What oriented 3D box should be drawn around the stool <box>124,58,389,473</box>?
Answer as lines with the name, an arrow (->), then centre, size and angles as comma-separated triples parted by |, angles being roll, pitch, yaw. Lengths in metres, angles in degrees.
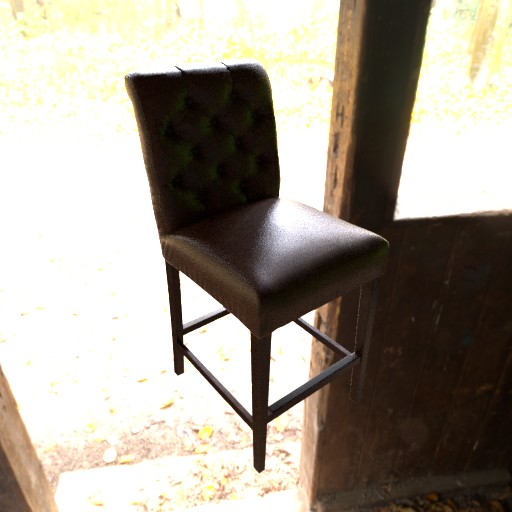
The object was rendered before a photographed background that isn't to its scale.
stool -> 0.000, 0.000, 1.412 | 0.486, 1.084, 0.660 | -22, 37, -32
